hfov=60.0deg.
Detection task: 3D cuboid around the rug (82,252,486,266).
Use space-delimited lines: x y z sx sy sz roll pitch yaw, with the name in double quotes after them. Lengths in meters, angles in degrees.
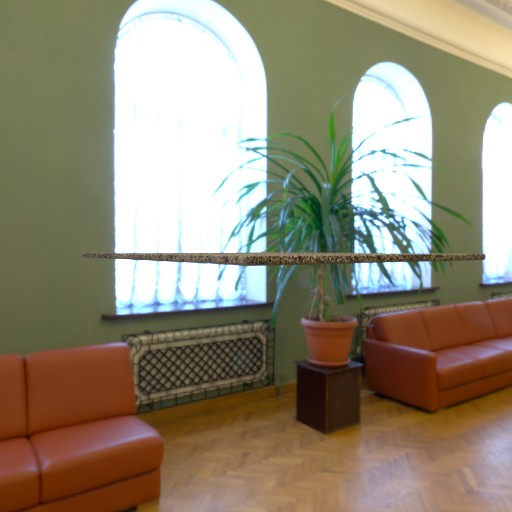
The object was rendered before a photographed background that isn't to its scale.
0.000 0.000 2.132 1.198 0.025 1.601 -1 1 -36 "rug"
